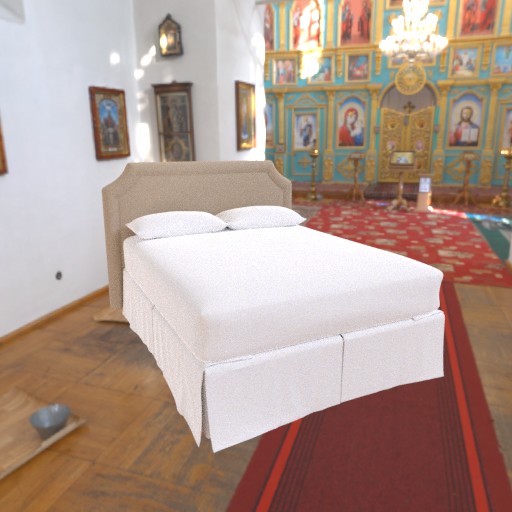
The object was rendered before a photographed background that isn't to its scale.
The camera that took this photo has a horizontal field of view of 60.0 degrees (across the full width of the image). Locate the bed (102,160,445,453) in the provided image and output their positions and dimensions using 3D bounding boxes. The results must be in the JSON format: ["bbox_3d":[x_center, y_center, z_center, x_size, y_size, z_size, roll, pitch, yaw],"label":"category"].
[{"bbox_3d":[0.000,0.000,3.265,1.828,1.301,2.204,-7,16,-26],"label":"bed"}]
